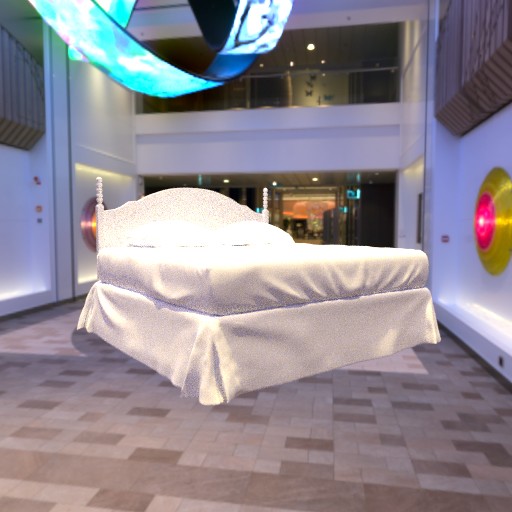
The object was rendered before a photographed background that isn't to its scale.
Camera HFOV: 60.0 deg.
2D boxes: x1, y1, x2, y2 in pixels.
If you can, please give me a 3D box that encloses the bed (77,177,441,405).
[{"bbox_3d":[0.000,0.000,3.657,2.322,1.355,2.219,-3,5,-36],"label":"bed"}]
